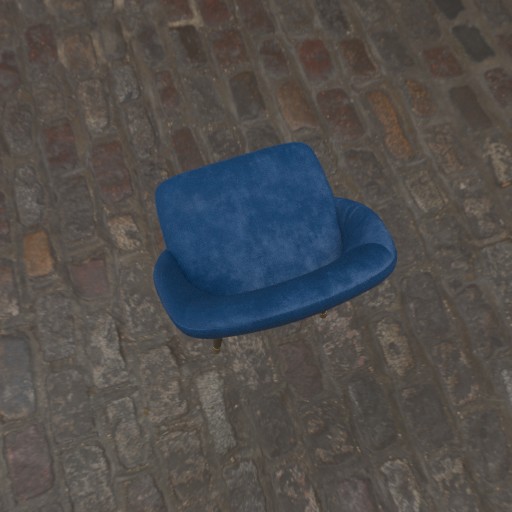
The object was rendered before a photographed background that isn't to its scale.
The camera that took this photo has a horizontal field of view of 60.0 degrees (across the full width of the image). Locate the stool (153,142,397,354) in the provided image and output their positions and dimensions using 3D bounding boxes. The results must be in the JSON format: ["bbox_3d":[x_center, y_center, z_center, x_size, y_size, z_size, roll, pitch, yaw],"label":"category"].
[{"bbox_3d":[0.000,0.000,1.298,0.514,1.016,0.515,-18,75,-5],"label":"stool"}]
